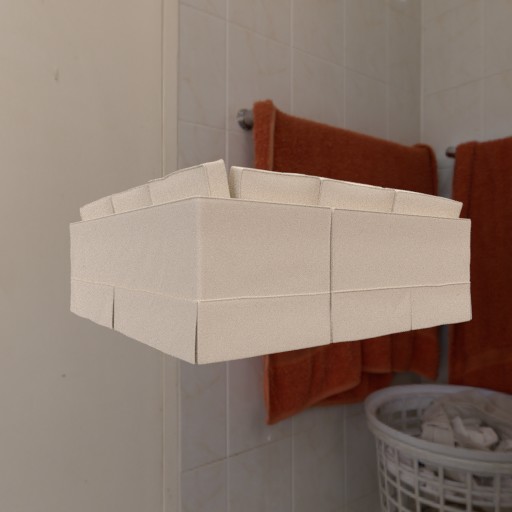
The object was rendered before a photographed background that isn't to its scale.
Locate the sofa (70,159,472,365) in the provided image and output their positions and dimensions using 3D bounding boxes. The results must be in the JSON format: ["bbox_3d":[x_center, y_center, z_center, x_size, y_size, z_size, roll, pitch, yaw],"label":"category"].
[{"bbox_3d":[0.000,0.000,3.961,2.591,1.070,2.597,0,0,-36],"label":"sofa"}]
